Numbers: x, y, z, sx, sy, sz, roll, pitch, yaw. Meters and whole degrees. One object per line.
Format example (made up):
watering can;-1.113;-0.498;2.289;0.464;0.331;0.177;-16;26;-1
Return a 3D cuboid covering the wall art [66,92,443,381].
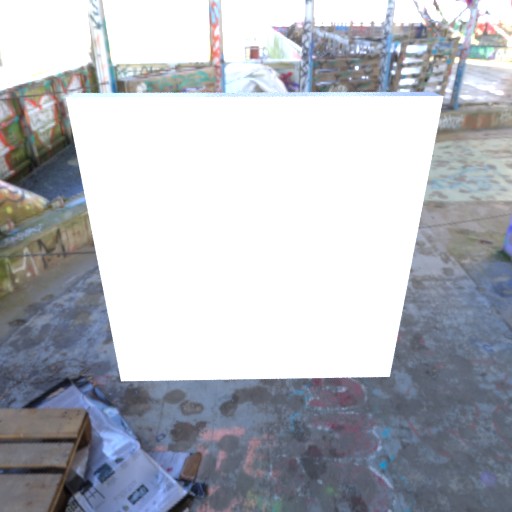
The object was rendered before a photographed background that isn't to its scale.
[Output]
wall art;0.000;0.000;0.513;0.355;0.355;0.027;-1;29;-1
